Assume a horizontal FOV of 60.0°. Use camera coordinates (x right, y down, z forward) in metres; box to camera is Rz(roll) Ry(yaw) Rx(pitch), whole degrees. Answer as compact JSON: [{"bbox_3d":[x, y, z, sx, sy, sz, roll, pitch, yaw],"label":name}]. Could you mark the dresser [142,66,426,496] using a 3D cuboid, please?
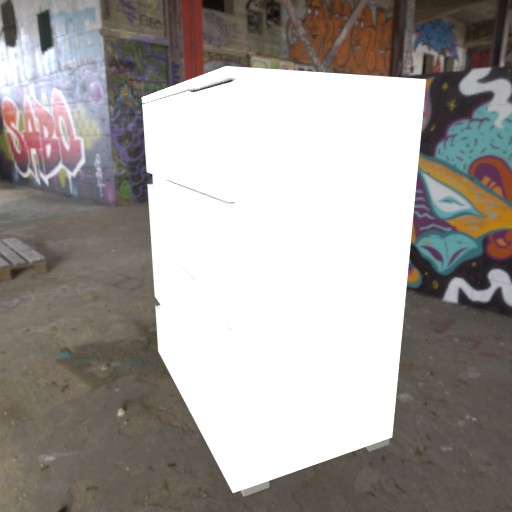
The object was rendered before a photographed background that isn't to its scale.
[{"bbox_3d":[0.000,0.000,1.137,0.400,0.800,0.650,-7,17,-24],"label":"dresser"}]
